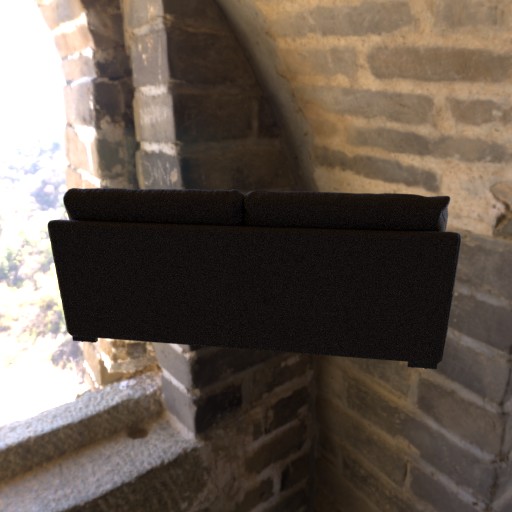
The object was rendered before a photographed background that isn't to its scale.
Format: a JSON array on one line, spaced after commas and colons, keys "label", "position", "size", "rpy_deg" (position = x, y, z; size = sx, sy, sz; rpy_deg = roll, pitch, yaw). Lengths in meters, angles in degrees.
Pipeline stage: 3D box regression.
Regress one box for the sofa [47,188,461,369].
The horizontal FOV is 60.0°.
[{"label": "sofa", "position": [0.000, 0.000, 2.910], "size": [2.271, 0.950, 1.140], "rpy_deg": [2, 15, 9]}]
